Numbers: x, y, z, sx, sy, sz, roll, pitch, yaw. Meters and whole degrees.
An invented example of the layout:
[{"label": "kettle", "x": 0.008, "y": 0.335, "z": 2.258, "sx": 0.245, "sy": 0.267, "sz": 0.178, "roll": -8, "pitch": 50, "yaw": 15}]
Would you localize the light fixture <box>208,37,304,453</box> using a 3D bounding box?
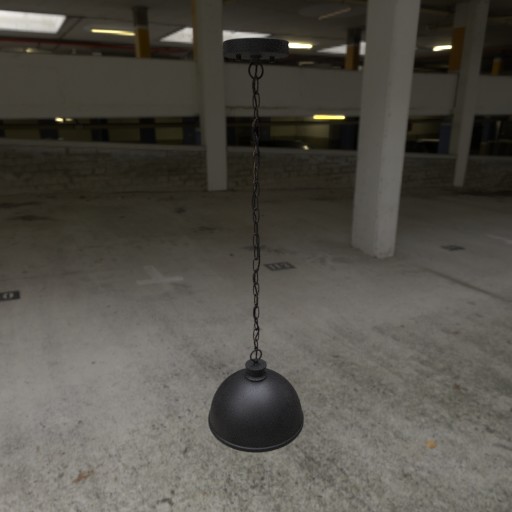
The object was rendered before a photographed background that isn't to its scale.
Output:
[{"label": "light fixture", "x": 0.000, "y": 0.000, "z": 1.245, "sx": 0.304, "sy": 1.090, "sz": 0.304, "roll": -10, "pitch": 21, "yaw": -27}]
